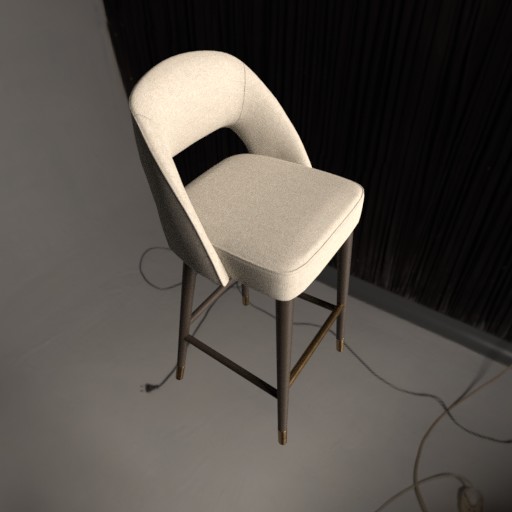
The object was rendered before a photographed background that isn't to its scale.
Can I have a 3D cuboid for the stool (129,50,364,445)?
[{"bbox_3d":[0.000,0.000,1.307,0.509,1.037,0.494,23,47,24],"label":"stool"}]
